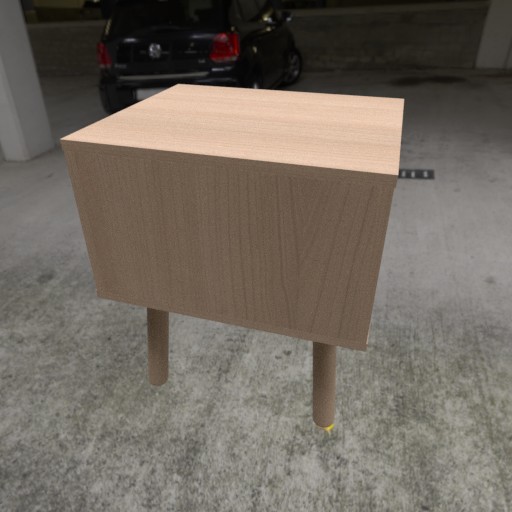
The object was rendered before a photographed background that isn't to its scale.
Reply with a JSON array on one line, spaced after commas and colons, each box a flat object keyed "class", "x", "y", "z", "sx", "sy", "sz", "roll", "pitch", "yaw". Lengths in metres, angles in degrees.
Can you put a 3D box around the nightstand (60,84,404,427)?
[{"class": "nightstand", "x": 0.000, "y": 0.000, "z": 0.851, "sx": 0.450, "sy": 0.530, "sz": 0.380, "roll": 9, "pitch": 34, "yaw": 14}]
